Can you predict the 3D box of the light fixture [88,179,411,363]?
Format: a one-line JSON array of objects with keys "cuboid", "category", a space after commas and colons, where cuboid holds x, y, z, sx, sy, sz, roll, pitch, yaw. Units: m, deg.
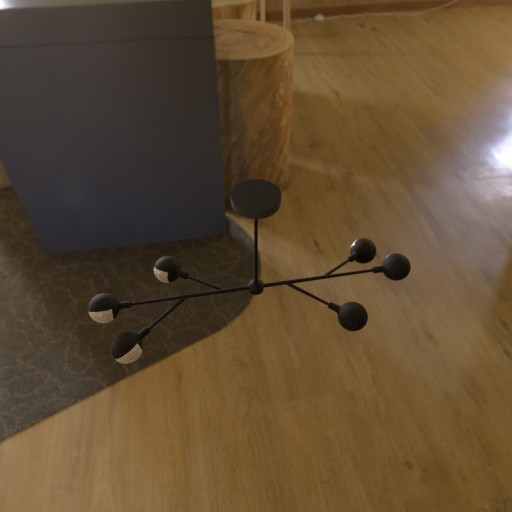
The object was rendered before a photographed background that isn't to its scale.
[{"cuboid": [0.000, 0.000, 1.017, 0.778, 0.362, 0.434, 4, 48, 4], "category": "light fixture"}]
